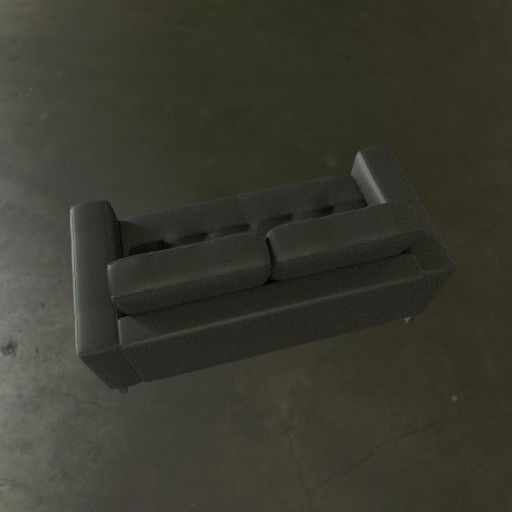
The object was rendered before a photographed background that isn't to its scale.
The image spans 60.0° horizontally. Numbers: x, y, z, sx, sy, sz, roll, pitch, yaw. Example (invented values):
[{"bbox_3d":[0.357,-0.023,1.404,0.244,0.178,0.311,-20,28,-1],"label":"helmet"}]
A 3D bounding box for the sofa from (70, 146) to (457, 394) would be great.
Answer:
[{"bbox_3d":[0.000,0.000,2.251,1.726,0.893,0.833,-12,59,-8],"label":"sofa"}]
